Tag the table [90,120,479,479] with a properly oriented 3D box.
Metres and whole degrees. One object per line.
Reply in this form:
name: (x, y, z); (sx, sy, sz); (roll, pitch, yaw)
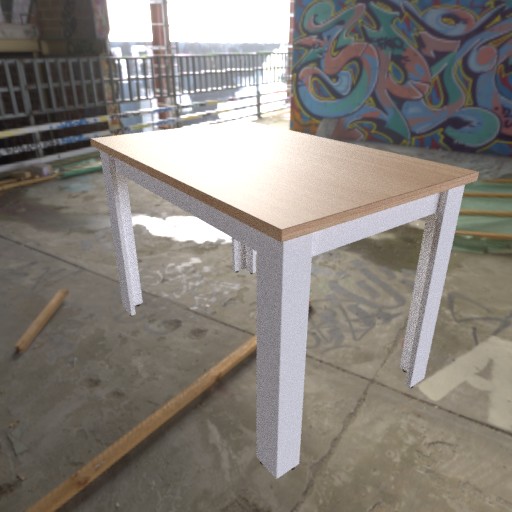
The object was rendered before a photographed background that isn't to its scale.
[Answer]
table: (0.000, 0.000, 1.577); (0.700, 0.734, 1.100); (-18, 31, -33)
